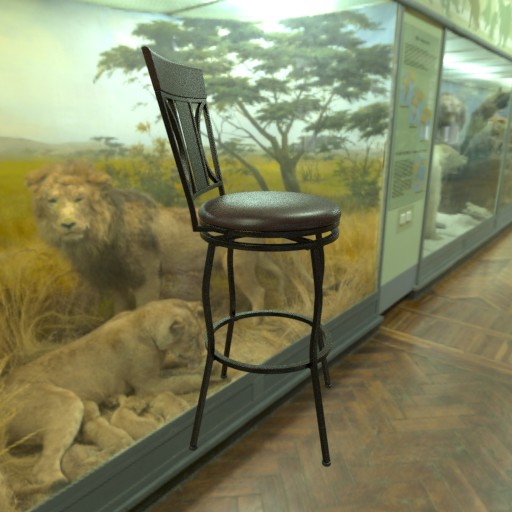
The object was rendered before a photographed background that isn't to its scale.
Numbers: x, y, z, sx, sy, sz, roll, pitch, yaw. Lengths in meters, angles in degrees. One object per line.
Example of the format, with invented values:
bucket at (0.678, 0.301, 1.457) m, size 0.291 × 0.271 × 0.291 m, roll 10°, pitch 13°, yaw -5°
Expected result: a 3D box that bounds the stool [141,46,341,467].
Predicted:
stool at (0.000, 0.000, 1.369) m, size 0.513 × 1.130 × 0.448 m, roll 3°, pitch 17°, yaw 9°
